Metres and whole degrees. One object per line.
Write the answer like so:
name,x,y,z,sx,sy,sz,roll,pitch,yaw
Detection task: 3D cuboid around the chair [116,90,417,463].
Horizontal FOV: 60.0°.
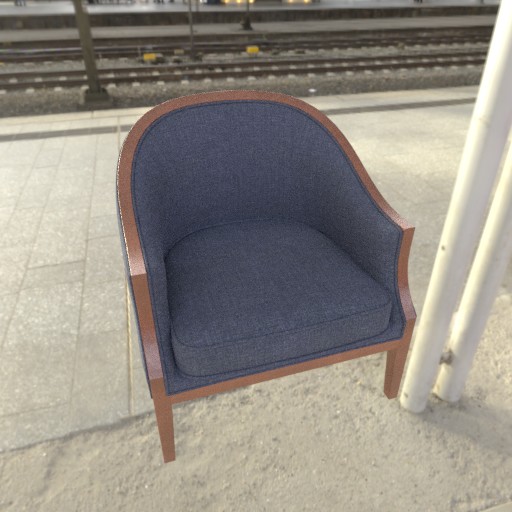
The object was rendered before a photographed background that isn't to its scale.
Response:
chair,0.000,0.000,1.420,0.803,0.876,0.735,-10,33,-15
